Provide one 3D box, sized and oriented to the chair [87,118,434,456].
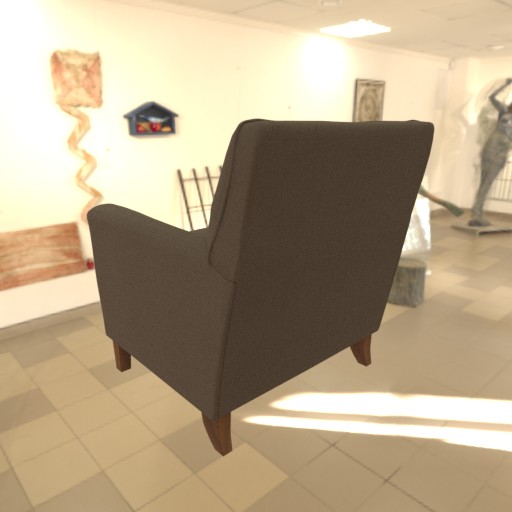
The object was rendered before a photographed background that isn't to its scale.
[{"bbox_3d":[0.000,0.000,1.547,0.836,0.911,0.831,-15,22,-41],"label":"chair"}]
